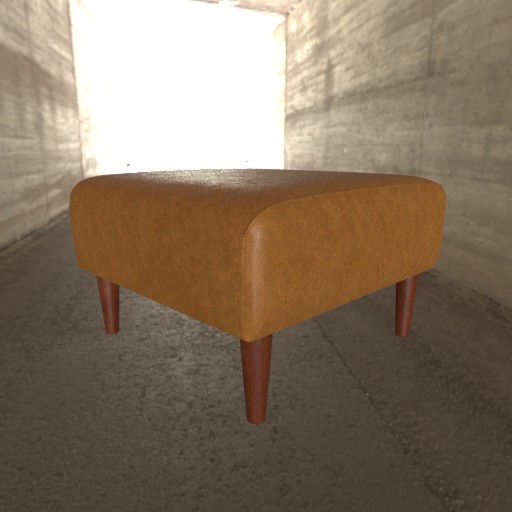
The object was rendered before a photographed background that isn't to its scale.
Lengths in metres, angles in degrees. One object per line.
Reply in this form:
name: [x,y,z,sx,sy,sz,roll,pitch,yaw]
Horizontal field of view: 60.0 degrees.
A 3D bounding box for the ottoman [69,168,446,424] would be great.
ottoman: [0.000,0.000,1.063,0.650,0.399,0.650,-13,19,-43]
